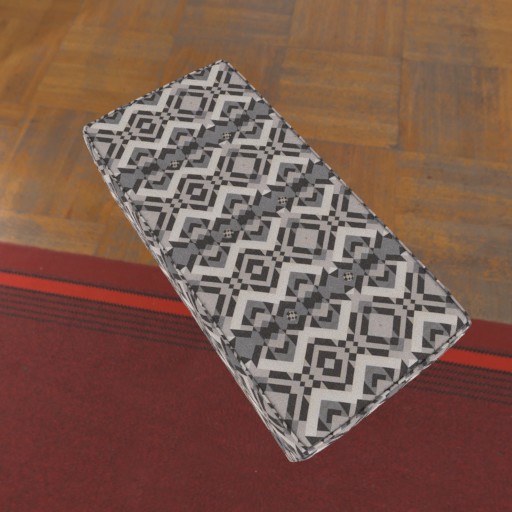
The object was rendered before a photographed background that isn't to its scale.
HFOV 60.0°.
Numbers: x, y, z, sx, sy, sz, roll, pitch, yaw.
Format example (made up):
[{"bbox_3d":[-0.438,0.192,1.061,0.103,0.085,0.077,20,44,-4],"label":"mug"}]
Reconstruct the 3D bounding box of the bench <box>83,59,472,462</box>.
[{"bbox_3d":[0.000,0.000,1.285,0.492,0.477,1.016,-32,68,-15],"label":"bench"}]
